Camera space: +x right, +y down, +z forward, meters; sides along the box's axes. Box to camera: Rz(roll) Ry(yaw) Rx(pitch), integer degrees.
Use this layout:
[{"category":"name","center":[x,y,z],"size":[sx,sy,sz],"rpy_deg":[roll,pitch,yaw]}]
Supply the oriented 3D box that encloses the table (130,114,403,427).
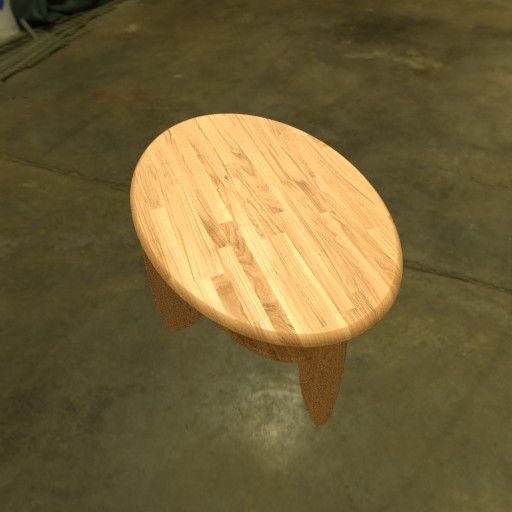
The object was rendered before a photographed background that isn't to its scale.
[{"category":"table","center":[0.000,0.000,1.430],"size":[0.690,0.490,1.040],"rpy_deg":[-16,47,-15]}]
